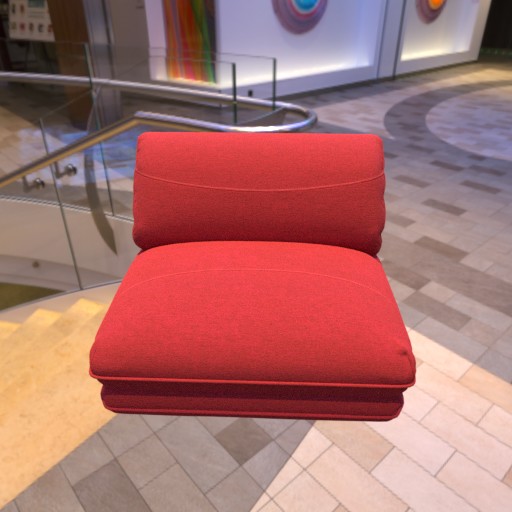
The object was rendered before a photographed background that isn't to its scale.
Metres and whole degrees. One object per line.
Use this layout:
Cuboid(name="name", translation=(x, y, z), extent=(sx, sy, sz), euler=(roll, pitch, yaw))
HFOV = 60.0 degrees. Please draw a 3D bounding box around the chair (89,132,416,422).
Cuboid(name="chair", translation=(0.000, 0.000, 1.324), extent=(0.820, 0.580, 0.780), euler=(1, 31, 2))
